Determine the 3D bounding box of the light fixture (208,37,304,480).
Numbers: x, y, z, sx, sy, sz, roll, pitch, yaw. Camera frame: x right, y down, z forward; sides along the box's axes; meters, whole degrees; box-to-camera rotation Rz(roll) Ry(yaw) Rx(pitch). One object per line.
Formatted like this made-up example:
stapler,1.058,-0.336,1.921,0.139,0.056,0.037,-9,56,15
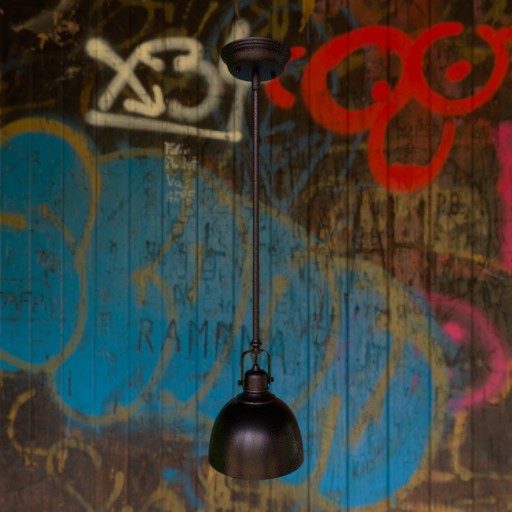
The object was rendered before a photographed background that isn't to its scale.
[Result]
light fixture,0.000,0.000,0.846,0.182,0.768,0.182,0,0,-19
